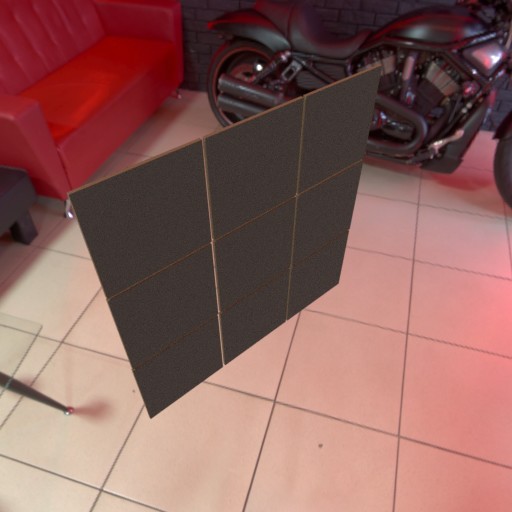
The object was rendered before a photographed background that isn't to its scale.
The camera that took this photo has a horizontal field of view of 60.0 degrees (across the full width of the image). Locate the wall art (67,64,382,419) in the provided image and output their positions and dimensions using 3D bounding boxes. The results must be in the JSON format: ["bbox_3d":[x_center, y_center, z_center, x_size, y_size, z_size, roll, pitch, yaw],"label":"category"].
[{"bbox_3d":[0.000,0.000,2.243,1.527,1.521,0.017,-31,53,-27],"label":"wall art"}]
